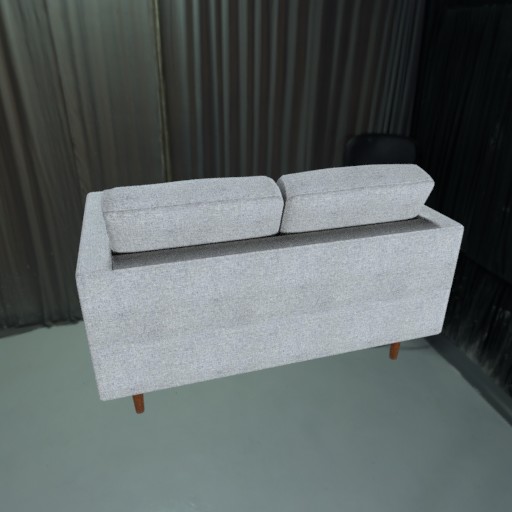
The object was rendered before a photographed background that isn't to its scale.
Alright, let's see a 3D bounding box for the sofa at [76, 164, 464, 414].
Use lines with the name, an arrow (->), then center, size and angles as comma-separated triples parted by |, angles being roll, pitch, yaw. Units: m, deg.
sofa -> 0.000, 0.000, 2.173 | 1.527, 0.973, 0.969 | -7, 27, -15
